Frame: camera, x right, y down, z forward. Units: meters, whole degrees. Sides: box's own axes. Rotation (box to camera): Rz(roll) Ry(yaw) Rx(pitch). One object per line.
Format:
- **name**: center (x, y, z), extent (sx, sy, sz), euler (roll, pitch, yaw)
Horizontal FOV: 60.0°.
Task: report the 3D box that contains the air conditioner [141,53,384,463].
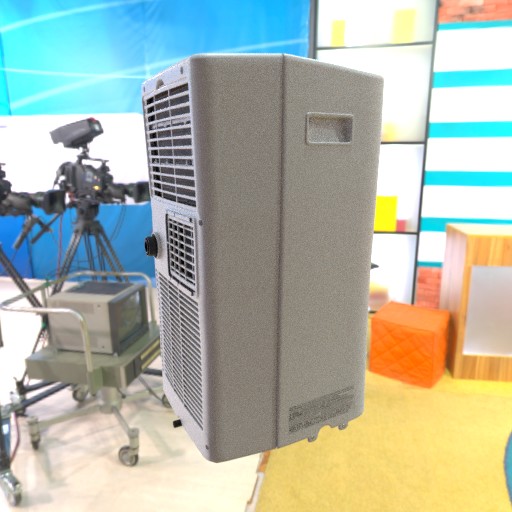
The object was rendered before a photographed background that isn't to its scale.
- **air conditioner**: center (0.000, 0.000, 0.783), extent (0.349, 0.606, 0.304), euler (-7, 15, -27)
